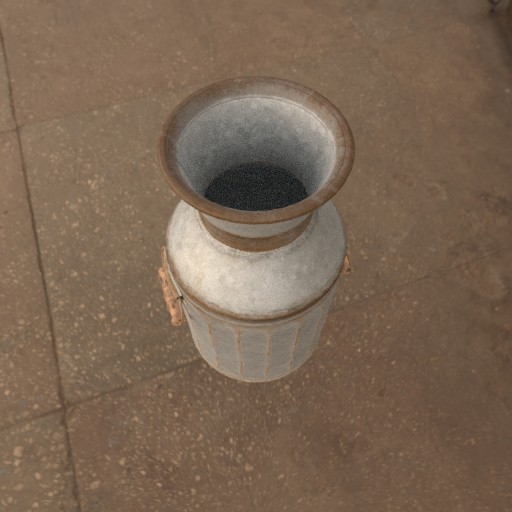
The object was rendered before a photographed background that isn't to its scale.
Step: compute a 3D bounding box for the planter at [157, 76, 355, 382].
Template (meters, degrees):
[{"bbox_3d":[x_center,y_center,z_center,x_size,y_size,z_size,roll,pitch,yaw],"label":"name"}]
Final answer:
[{"bbox_3d":[0.000,0.000,0.551,0.245,0.396,0.214,-16,61,-9],"label":"planter"}]
